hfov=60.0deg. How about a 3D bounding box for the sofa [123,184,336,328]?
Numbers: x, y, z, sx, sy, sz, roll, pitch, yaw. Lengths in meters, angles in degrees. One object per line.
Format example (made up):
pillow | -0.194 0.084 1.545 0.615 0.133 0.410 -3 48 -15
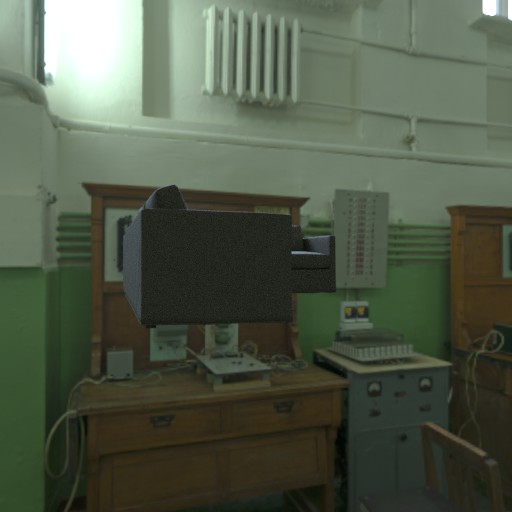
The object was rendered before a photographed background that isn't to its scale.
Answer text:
sofa | 0.000 0.000 4.365 2.432 0.871 3.182 0 0 -19
